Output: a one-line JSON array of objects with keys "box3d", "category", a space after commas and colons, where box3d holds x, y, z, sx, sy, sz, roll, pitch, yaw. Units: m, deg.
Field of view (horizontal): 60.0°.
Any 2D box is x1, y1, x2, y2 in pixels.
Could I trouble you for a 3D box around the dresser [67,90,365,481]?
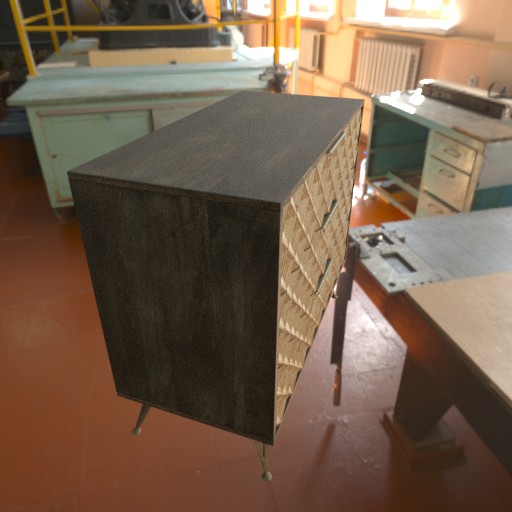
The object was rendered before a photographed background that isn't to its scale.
[{"box3d": [0.000, 0.000, 1.383, 0.453, 0.801, 0.923, 11, 32, 18], "category": "dresser"}]
